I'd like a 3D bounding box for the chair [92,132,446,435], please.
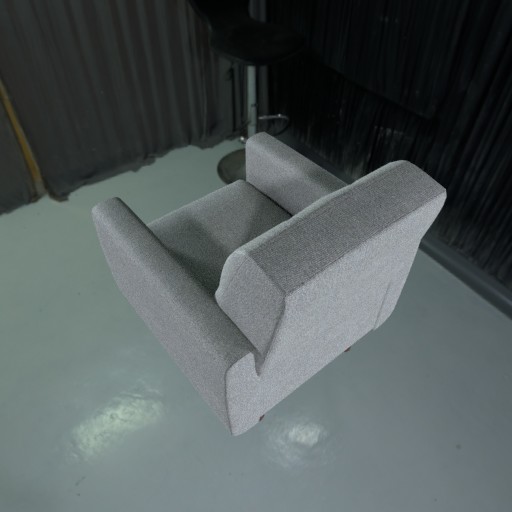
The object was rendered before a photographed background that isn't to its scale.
[{"bbox_3d":[0.000,0.000,1.648,0.845,0.968,0.942,-30,54,-25],"label":"chair"}]
